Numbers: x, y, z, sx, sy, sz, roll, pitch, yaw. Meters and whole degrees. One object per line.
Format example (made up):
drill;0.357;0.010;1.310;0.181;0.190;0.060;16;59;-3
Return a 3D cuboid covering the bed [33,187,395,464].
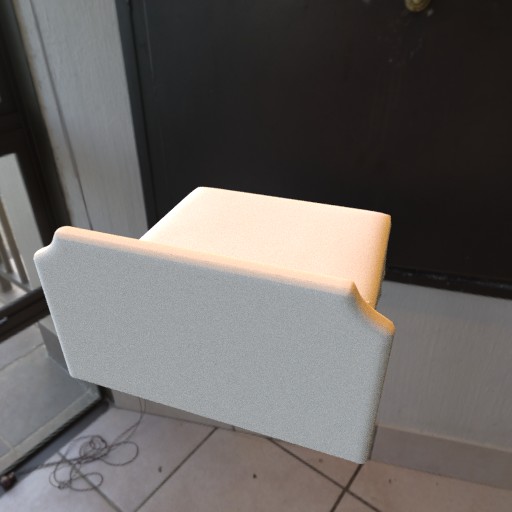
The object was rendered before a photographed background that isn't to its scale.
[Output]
bed;0.000;0.000;3.504;2.160;1.301;2.204;11;34;16
